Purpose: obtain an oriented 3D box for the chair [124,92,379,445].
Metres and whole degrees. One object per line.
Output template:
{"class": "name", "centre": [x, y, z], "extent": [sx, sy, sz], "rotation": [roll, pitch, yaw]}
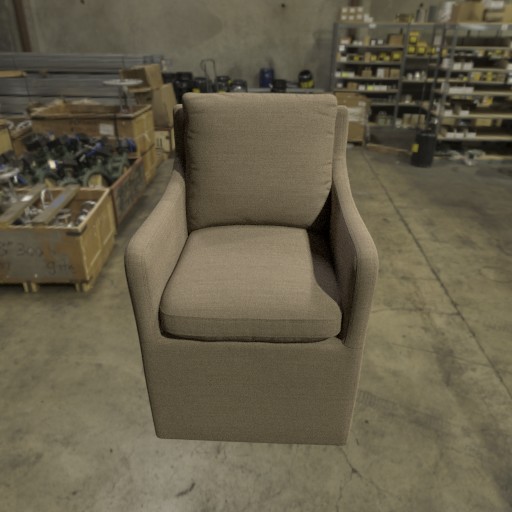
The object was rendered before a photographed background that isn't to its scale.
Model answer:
{"class": "chair", "centre": [0.000, 0.000, 1.387], "extent": [0.626, 0.914, 0.694], "rotation": [1, 27, 2]}
